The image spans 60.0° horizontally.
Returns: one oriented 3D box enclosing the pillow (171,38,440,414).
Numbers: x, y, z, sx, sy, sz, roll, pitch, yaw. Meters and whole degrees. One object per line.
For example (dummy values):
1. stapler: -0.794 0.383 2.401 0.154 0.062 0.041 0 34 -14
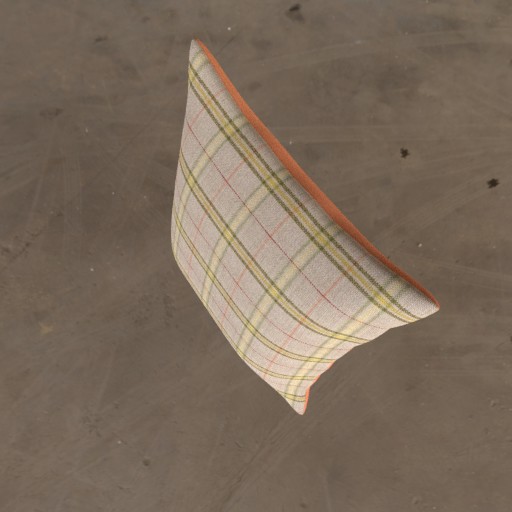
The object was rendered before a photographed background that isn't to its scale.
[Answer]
1. pillow: 0.000 0.000 0.684 0.200 0.430 0.453 -32 70 -14
